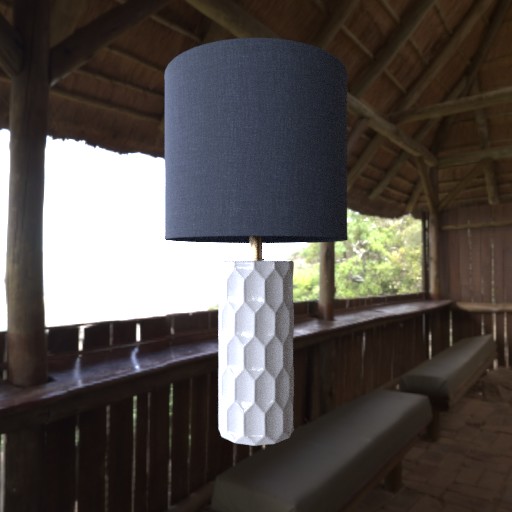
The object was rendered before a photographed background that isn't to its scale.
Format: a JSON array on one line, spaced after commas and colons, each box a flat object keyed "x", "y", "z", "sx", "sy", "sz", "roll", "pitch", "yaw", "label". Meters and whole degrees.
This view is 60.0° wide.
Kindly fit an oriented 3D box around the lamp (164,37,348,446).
[{"x": 0.000, "y": 0.000, "z": 0.682, "sx": 0.277, "sy": 0.537, "sz": 0.277, "roll": 0, "pitch": 0, "yaw": 17, "label": "lamp"}]
